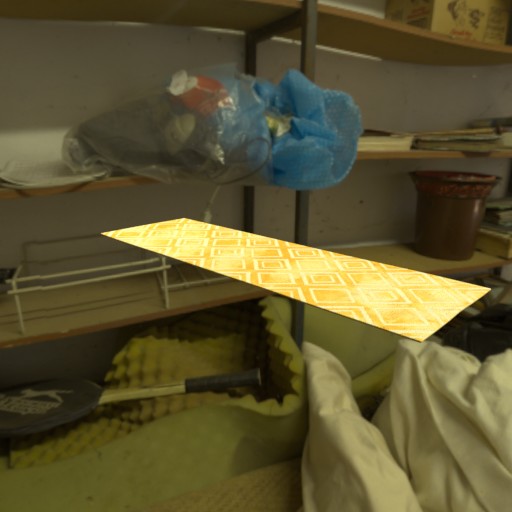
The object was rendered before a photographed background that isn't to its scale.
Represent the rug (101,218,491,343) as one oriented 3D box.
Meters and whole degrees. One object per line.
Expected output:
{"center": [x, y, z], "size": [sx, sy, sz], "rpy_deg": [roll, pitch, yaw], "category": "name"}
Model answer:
{"center": [0.000, 0.000, 2.702], "size": [2.438, 0.010, 0.775], "rpy_deg": [15, 22, 42], "category": "rug"}
